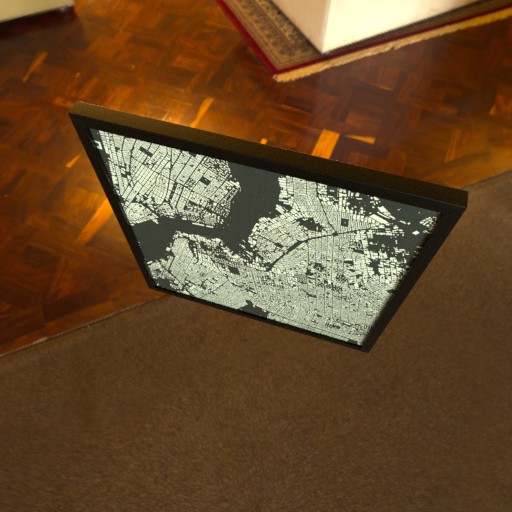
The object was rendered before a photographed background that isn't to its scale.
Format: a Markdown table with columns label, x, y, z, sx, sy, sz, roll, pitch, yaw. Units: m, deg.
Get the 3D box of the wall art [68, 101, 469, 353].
| label | x | y | z | sx | sy | sz | roll | pitch | yaw |
| --- | --- | --- | --- | --- | --- | --- | --- | --- | --- |
| wall art | 0.000 | 0.000 | 1.136 | 0.755 | 0.761 | 0.038 | 15 | 61 | 9 |
